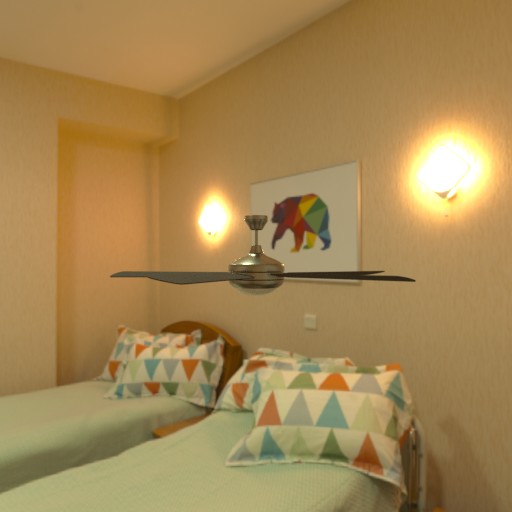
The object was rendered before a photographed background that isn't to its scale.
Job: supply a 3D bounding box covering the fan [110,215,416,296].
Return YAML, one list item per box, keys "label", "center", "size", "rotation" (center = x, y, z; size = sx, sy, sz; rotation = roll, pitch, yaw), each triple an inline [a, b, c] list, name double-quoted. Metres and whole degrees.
- label: "fan"
  center: [0.000, 0.000, 1.978]
  size: [1.321, 0.356, 1.321]
  rotation: [0, -1, 18]
